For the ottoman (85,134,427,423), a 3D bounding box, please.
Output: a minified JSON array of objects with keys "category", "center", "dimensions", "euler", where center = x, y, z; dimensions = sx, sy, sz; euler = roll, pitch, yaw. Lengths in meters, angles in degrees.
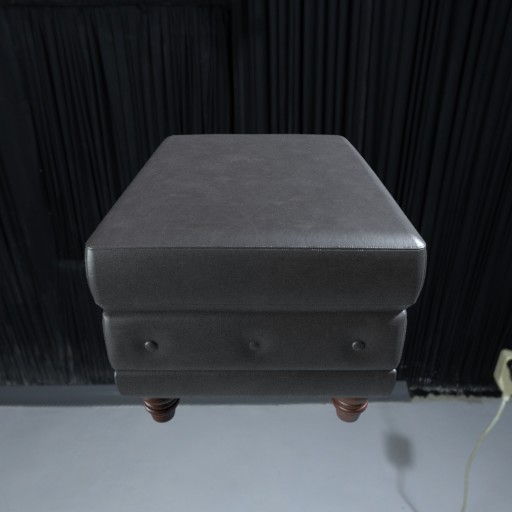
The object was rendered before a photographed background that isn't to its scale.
[{"category":"ottoman","center":[0.000,0.000,1.176],"dimensions":[0.590,0.498,0.795],"euler":[0,28,0]}]
